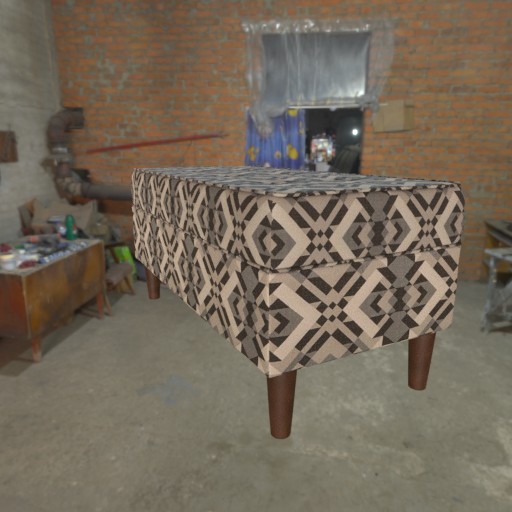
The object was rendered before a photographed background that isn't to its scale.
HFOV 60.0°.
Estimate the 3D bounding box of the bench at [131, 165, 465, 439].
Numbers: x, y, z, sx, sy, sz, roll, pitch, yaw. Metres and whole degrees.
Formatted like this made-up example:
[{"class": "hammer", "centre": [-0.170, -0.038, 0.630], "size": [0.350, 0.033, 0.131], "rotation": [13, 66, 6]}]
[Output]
[{"class": "bench", "centre": [0.000, 0.000, 1.294], "size": [0.492, 0.477, 1.016], "rotation": [-7, 16, -27]}]
